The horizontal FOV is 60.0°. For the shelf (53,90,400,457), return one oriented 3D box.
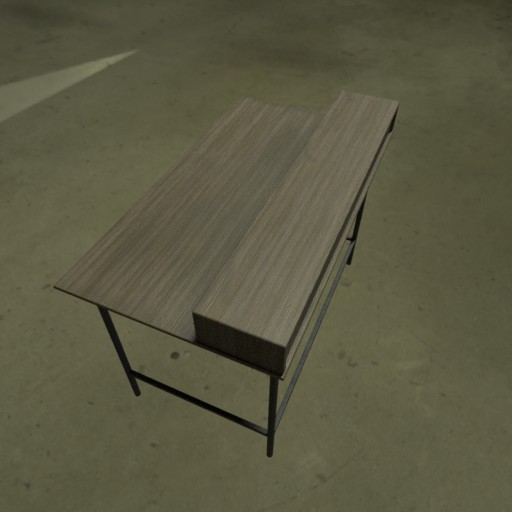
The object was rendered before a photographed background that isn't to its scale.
[{"bbox_3d":[0.000,0.000,1.734,0.685,0.865,1.212,18,49,16],"label":"shelf"}]
